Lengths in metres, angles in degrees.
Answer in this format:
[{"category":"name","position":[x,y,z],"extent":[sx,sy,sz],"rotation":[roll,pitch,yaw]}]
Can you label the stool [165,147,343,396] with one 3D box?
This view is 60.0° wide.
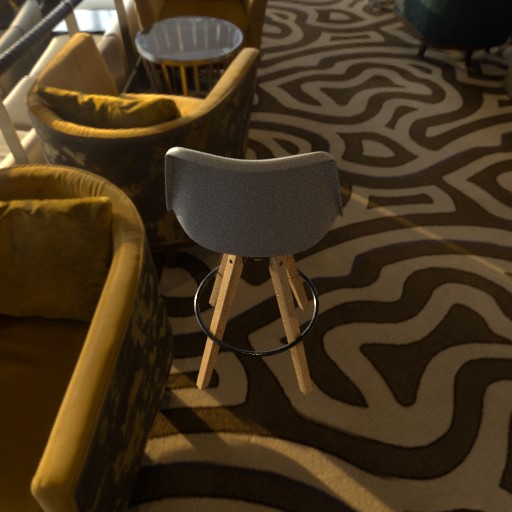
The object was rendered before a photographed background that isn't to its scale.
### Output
[{"category":"stool","position":[0.000,0.000,1.401],"extent":[0.485,1.115,0.550],"rotation":[2,48,2]}]
